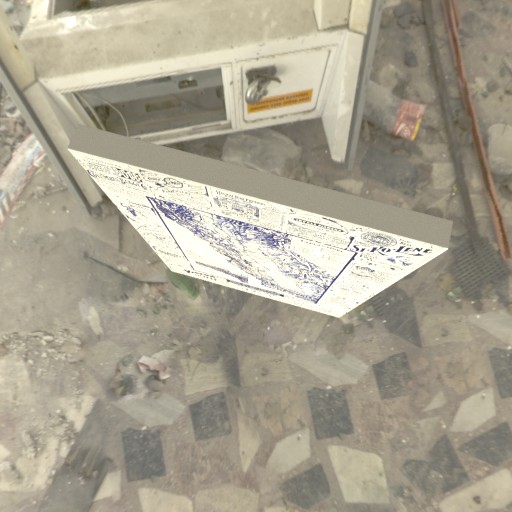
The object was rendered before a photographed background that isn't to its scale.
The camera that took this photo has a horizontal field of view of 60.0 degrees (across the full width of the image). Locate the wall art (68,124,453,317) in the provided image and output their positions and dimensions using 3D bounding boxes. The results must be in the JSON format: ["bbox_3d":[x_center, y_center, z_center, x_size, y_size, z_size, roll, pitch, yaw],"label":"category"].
[{"bbox_3d":[0.000,0.000,0.941,0.511,0.753,0.039,15,76,4],"label":"wall art"}]
